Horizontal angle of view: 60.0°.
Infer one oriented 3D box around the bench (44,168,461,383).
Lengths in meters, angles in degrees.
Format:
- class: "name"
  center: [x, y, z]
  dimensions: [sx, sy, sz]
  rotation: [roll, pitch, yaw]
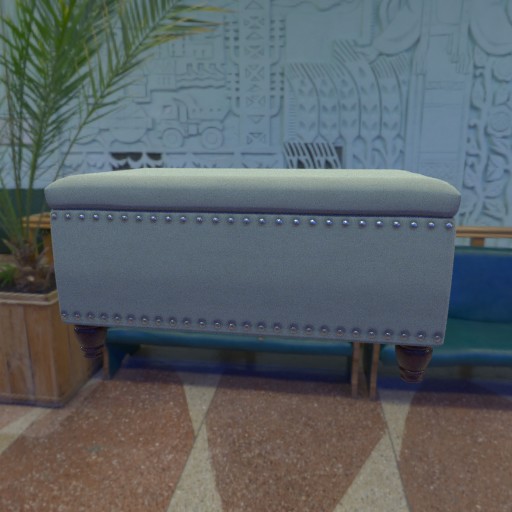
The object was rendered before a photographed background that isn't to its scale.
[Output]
- class: "bench"
  center: [0.000, 0.000, 1.201]
  dimensions: [0.887, 0.449, 0.500]
  rotation: [2, 14, 8]
